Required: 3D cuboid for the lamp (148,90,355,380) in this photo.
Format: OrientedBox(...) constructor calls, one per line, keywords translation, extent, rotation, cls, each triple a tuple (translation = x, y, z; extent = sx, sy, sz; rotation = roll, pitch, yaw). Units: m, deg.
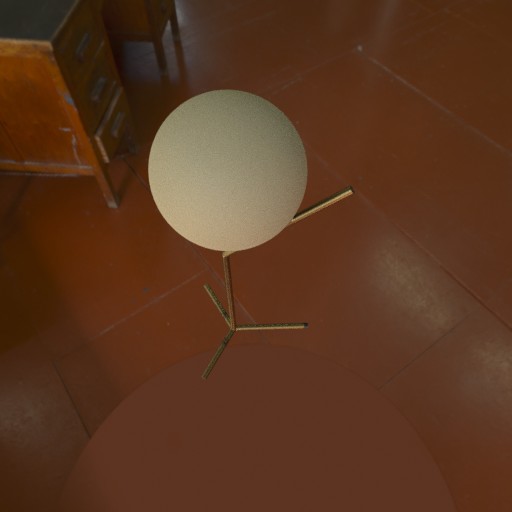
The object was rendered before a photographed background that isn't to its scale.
OrientedBox(translation=(0.000, 0.000, 0.682), extent=(0.251, 0.552, 0.210), rotation=(-2, 57, -1), cls="lamp")
